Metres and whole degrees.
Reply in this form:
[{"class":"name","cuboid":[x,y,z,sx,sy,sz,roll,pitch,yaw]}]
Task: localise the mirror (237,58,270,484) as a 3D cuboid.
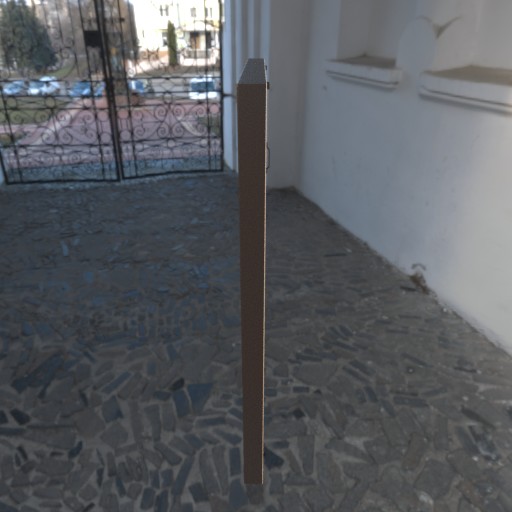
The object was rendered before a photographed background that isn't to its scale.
[{"class":"mirror","cuboid":[0.000,0.000,0.904,0.040,0.710,0.507,0,27,1]}]
